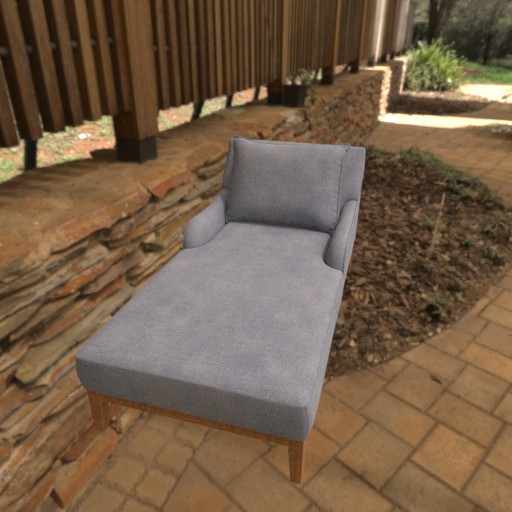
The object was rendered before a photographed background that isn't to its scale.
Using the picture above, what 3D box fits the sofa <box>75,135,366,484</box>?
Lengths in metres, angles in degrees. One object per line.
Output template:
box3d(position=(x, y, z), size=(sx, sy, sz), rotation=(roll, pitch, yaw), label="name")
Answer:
box3d(position=(0.000, 0.000, 2.239), size=(0.904, 0.883, 1.779), rotation=(8, 28, 15), label="sofa")
